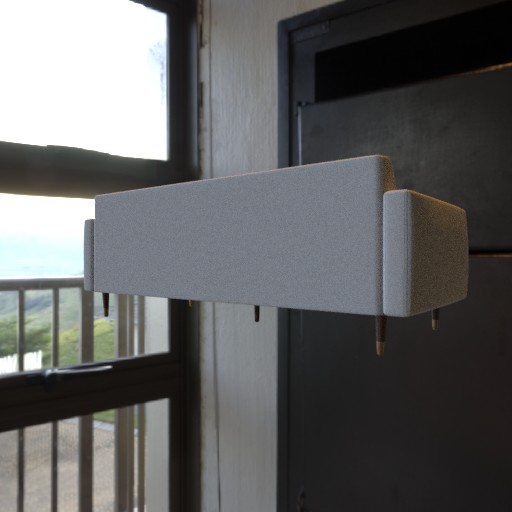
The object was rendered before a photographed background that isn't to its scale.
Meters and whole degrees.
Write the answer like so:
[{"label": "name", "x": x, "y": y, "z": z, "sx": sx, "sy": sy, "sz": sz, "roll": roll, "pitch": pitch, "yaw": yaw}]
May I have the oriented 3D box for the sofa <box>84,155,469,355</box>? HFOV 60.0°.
[{"label": "sofa", "x": 0.000, "y": 0.000, "z": 2.740, "sx": 2.291, "sy": 0.821, "sz": 0.990, "roll": 0, "pitch": 0, "yaw": 37}]
